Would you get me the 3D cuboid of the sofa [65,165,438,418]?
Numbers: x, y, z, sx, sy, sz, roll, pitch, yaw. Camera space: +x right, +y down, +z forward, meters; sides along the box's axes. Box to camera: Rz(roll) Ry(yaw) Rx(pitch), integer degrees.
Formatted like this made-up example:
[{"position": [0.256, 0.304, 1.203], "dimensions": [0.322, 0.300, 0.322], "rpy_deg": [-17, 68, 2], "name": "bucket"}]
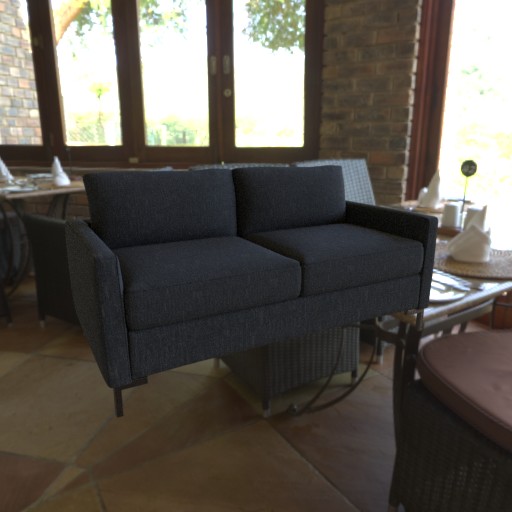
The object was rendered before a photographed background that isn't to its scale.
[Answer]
[{"position": [0.000, 0.000, 2.270], "dimensions": [1.716, 0.862, 0.866], "rpy_deg": [-8, 17, -28], "name": "sofa"}]
